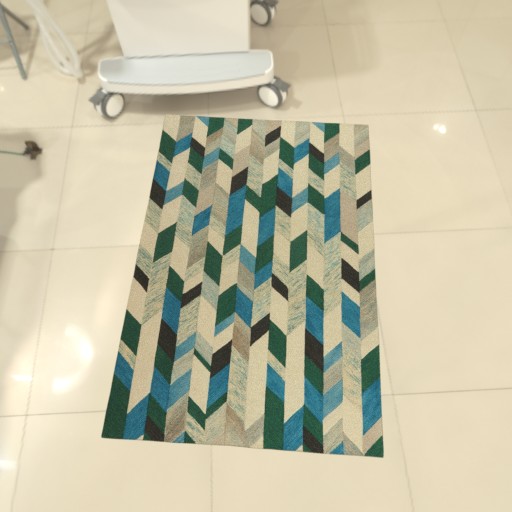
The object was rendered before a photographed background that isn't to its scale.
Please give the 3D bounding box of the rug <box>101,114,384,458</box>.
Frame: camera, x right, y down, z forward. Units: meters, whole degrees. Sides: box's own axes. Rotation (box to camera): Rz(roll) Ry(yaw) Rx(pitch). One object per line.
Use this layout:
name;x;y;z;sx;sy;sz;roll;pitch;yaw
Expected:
rug;0.000;0.000;2.285;1.229;0.005;1.827;4;65;2
